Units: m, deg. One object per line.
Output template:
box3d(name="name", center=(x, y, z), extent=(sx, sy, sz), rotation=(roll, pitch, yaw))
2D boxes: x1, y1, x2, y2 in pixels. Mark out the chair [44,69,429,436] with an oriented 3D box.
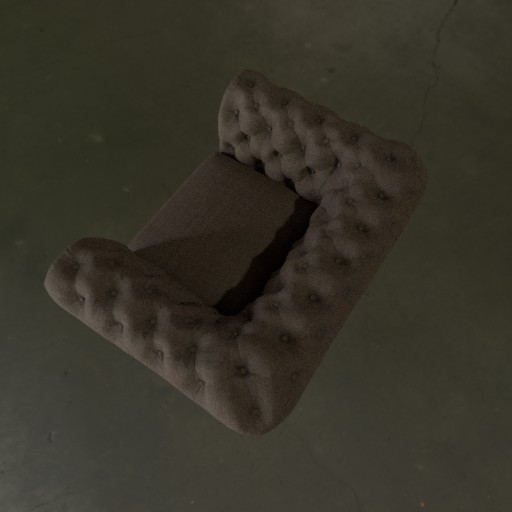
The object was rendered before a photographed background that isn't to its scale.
box3d(name="chair", center=(0.000, 0.000, 1.913), extent=(0.945, 0.780, 1.298), rotation=(32, 68, 15))
